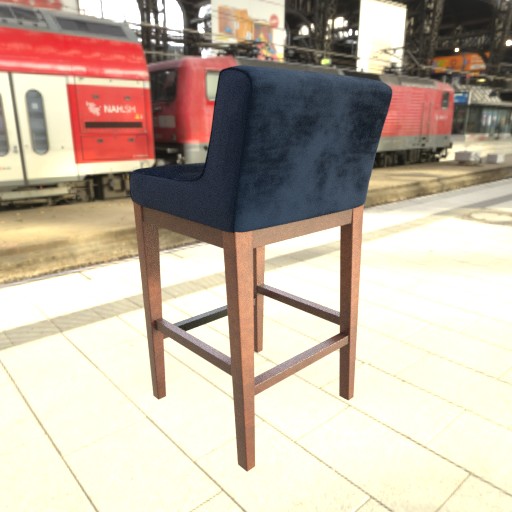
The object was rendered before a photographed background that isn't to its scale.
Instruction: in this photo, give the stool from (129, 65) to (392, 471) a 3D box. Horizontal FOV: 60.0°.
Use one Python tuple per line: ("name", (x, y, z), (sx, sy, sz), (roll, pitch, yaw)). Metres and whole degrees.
("stool", (0.000, 0.000, 1.267), (0.511, 0.945, 0.516), (-15, 23, -41))
